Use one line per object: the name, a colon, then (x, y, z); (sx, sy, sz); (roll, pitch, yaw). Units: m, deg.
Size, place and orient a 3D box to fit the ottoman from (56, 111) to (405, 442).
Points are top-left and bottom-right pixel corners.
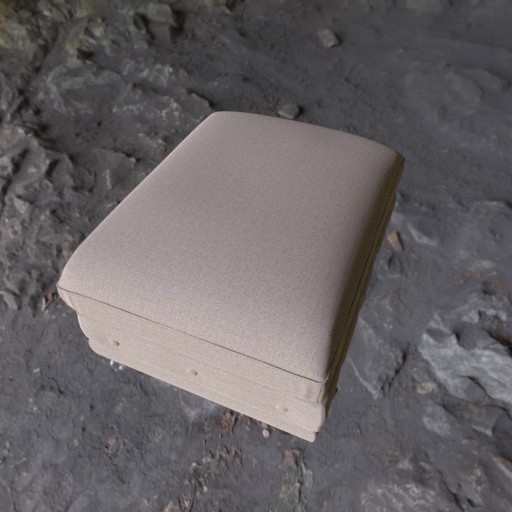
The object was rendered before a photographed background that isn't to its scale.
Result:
ottoman: (0.000, 0.000, 1.049); (0.541, 0.463, 0.684); (17, 48, 16)
